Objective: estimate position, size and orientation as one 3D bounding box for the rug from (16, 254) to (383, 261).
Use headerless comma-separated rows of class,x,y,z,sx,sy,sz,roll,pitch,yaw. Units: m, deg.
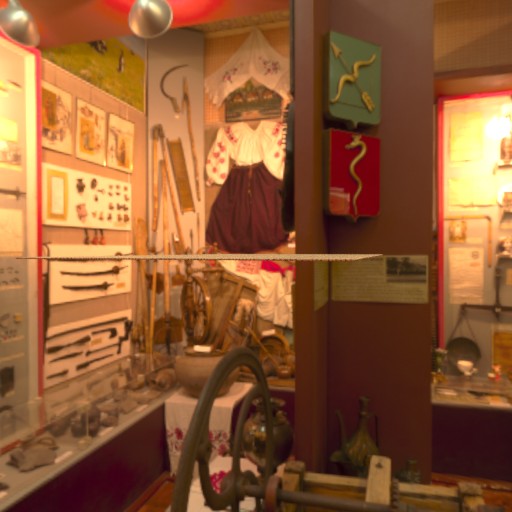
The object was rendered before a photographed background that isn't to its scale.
rug,0.000,0.000,2.938,1.519,0.007,2.428,0,1,18
